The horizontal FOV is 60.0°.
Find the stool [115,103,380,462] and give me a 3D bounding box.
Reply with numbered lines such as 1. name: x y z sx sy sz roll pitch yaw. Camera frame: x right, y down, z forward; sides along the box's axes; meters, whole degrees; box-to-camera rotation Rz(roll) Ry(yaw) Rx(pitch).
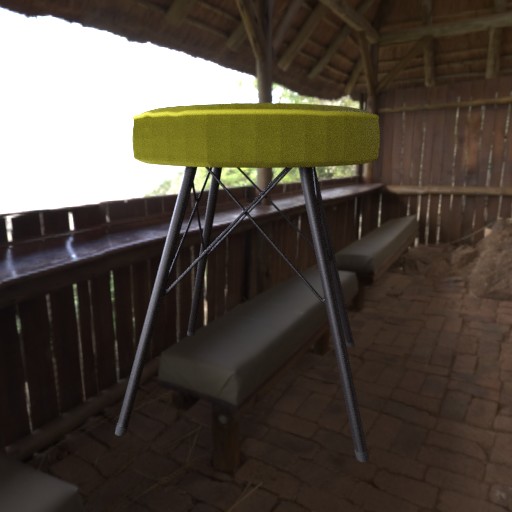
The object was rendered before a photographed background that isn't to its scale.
1. stool: 0.000 0.000 0.809 0.409 0.508 0.409 2 15 9
